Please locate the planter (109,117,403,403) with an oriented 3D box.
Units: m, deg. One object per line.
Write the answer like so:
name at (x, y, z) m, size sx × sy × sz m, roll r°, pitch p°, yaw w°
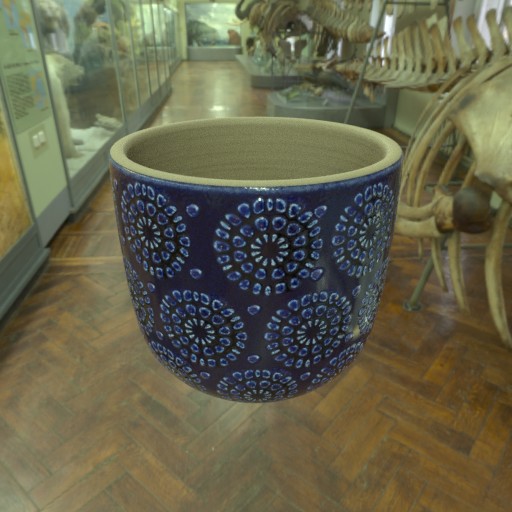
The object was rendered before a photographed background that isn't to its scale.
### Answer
planter at (0.000, 0.000, 0.288) m, size 0.165 × 0.149 × 0.165 m, roll 0°, pitch 27°, yaw 0°
